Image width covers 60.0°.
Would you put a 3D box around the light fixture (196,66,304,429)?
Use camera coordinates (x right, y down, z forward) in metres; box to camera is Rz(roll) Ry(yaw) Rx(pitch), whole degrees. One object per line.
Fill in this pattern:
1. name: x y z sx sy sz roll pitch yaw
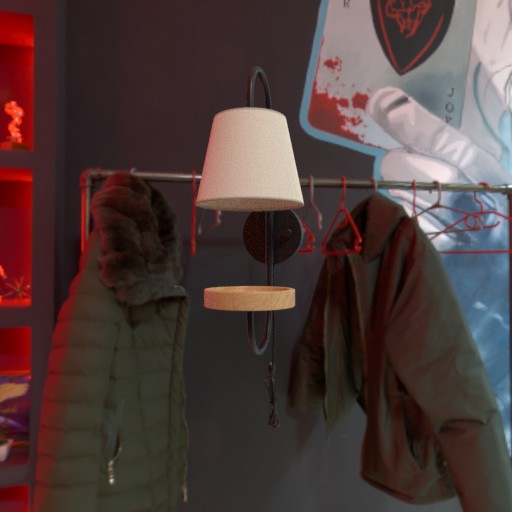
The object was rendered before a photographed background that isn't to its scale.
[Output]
1. light fixture: 0.000 0.000 0.943 0.220 0.821 0.299 0 0 18
